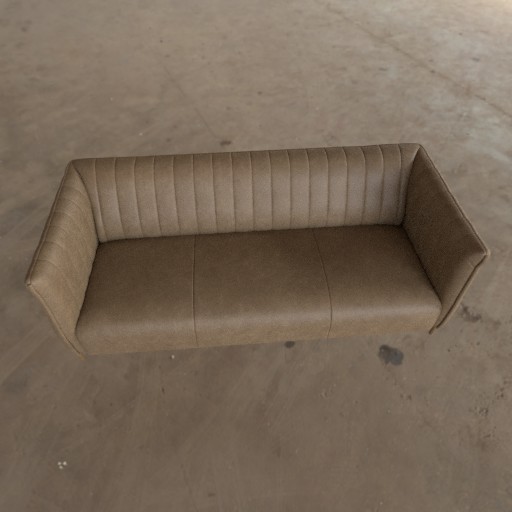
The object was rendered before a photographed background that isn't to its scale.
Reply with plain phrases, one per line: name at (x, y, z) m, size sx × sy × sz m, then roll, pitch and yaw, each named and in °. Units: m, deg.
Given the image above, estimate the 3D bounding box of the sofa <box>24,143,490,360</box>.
sofa at (0.000, 0.000, 2.356) m, size 1.980 × 0.779 × 0.876 m, roll -4°, pitch 46°, yaw -3°
